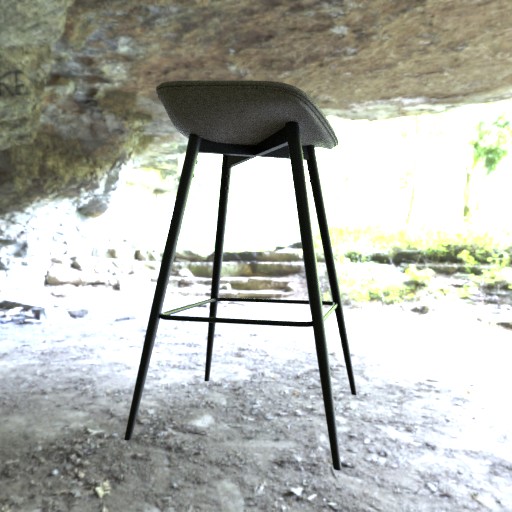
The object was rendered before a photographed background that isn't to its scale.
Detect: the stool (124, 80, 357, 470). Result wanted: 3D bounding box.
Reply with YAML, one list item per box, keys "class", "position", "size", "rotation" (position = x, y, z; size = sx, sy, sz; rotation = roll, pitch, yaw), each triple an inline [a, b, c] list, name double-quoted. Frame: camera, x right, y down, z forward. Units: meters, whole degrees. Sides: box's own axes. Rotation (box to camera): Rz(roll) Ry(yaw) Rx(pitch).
- class: "stool"
  position: [0.000, 0.000, 1.136]
  size: [0.480, 0.814, 0.469]
  rotation: [0, 1, 17]
